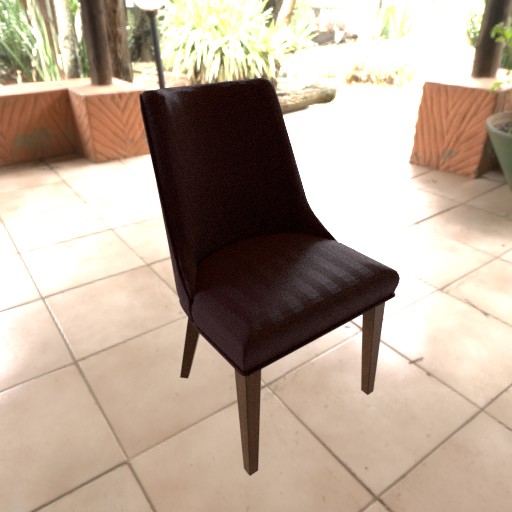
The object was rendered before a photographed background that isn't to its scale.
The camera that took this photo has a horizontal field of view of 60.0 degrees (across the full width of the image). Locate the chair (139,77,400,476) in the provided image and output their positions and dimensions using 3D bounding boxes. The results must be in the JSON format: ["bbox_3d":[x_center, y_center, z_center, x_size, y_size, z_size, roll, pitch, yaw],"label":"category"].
[{"bbox_3d":[0.000,0.000,1.317,0.548,0.916,0.638,-20,35,-31],"label":"chair"}]
